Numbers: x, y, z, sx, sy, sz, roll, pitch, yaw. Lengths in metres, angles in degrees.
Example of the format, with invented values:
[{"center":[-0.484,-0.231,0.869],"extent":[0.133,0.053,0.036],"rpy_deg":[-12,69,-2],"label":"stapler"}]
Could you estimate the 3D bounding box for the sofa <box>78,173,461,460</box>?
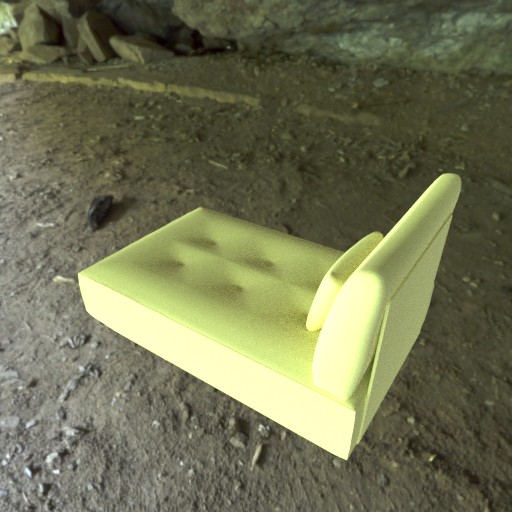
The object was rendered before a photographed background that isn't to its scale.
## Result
[{"center":[0.000,0.000,2.040],"extent":[1.450,0.820,0.930],"rpy_deg":[20,37,29],"label":"sofa"}]
